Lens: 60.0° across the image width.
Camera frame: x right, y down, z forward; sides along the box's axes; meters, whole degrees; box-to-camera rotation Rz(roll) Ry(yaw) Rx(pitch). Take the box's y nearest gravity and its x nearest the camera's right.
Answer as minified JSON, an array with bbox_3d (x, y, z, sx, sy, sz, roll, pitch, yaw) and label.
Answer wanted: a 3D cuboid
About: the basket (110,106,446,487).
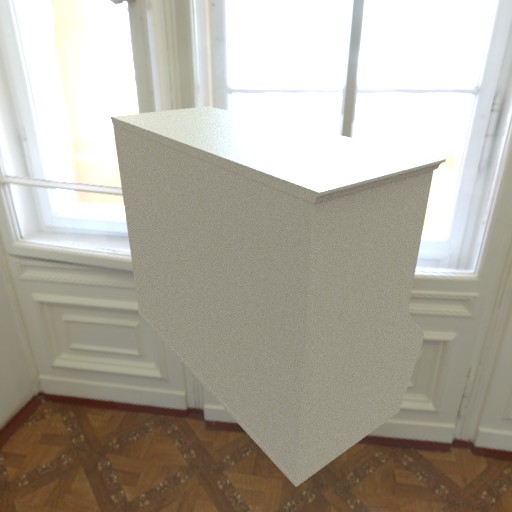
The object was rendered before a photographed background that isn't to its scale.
[{"bbox_3d":[0.000,0.000,1.134,0.376,0.625,0.792,-19,32,-32],"label":"basket"}]
